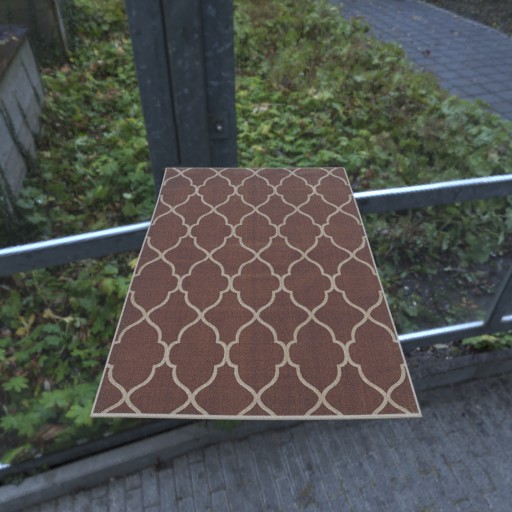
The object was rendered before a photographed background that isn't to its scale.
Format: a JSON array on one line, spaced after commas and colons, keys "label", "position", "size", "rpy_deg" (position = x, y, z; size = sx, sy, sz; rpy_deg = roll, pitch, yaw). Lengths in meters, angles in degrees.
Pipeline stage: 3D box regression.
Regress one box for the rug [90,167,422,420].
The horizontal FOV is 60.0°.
[{"label": "rug", "position": [0.000, 0.000, 2.888], "size": [1.528, 0.014, 2.294], "rpy_deg": [0, 41, 0]}]
